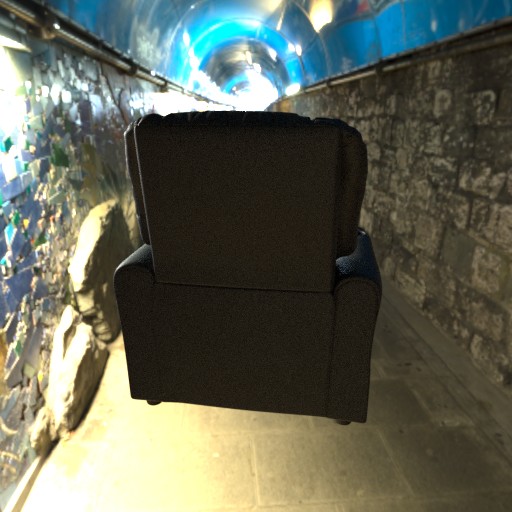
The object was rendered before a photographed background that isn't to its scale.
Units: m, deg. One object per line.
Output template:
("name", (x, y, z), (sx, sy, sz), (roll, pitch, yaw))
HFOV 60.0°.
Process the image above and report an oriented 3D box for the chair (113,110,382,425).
("chair", (0.000, 0.000, 1.143), (0.610, 0.709, 0.521), (3, 18, 9))
